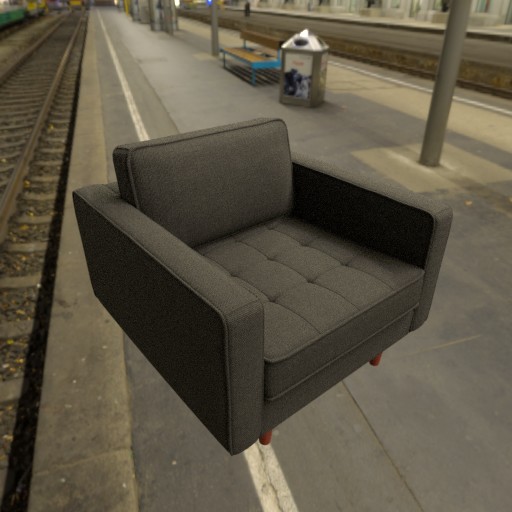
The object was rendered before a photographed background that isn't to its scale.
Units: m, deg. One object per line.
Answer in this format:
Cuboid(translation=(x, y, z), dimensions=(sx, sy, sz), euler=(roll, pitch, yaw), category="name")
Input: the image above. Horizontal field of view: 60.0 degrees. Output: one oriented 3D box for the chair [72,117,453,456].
Cuboid(translation=(0.000, 0.000, 1.526), dimensions=(0.899, 0.770, 0.919), euler=(-22, 37, -33), category="chair")
